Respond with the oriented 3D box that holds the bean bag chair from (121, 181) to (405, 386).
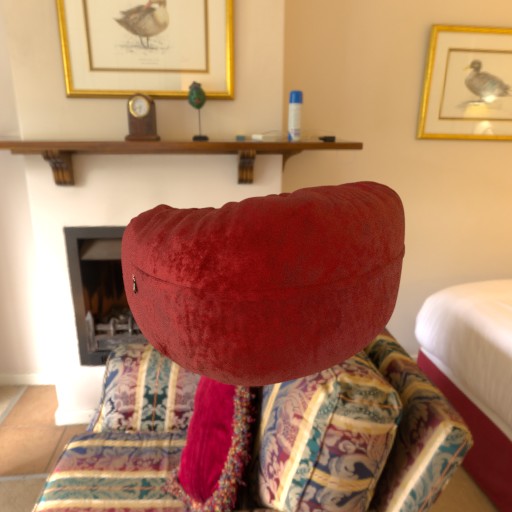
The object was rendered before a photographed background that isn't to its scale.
[{"bbox_3d":[0.000,0.000,2.467,1.524,0.878,1.524,-15,22,-42],"label":"bean bag chair"}]
